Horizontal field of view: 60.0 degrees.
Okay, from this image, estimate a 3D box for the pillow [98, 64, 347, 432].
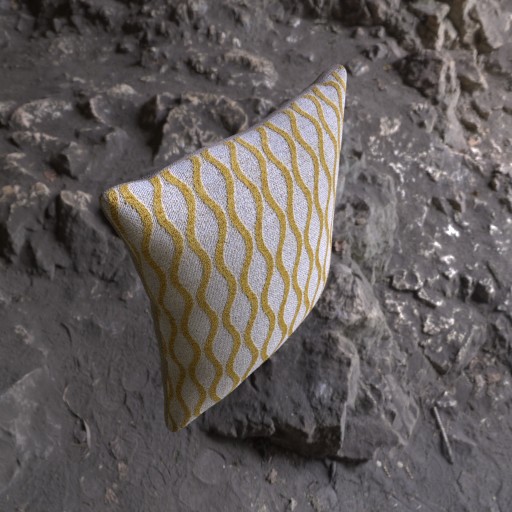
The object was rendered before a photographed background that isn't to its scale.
[{"bbox_3d":[0.000,0.000,0.652,0.159,0.436,0.429,26,47,27],"label":"pillow"}]
